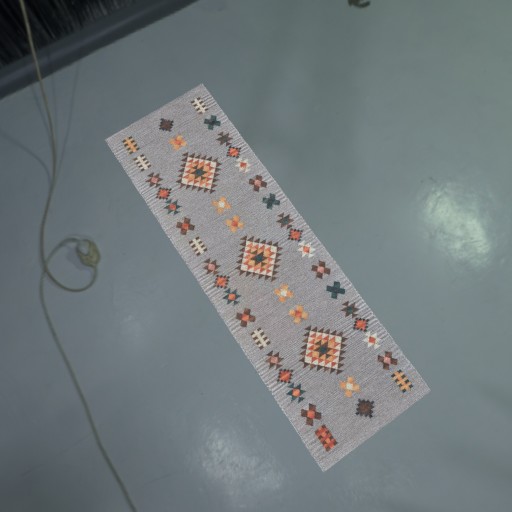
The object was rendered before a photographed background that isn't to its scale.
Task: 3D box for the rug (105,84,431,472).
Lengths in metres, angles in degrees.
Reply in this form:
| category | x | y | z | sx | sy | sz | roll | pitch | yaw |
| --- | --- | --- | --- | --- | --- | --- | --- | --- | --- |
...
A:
| category | x | y | z | sx | sy | sz | roll | pitch | yaw |
| --- | --- | --- | --- | --- | --- | --- | --- | --- | --- |
| rug | 0.000 | 0.000 | 2.726 | 0.766 | 0.008 | 2.432 | -33 | 78 | -8 |
